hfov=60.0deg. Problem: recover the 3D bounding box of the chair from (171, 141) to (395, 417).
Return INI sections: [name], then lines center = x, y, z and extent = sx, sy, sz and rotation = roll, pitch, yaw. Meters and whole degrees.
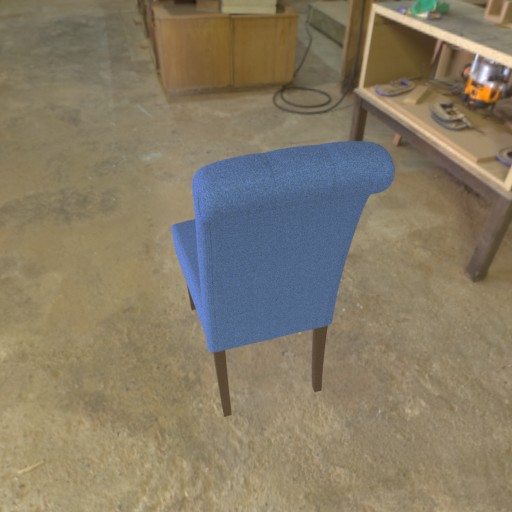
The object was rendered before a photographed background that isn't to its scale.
[chair]
center = 0.000, 0.000, 1.391
extent = 0.456, 1.006, 0.671
rotation = -11, 43, -12
